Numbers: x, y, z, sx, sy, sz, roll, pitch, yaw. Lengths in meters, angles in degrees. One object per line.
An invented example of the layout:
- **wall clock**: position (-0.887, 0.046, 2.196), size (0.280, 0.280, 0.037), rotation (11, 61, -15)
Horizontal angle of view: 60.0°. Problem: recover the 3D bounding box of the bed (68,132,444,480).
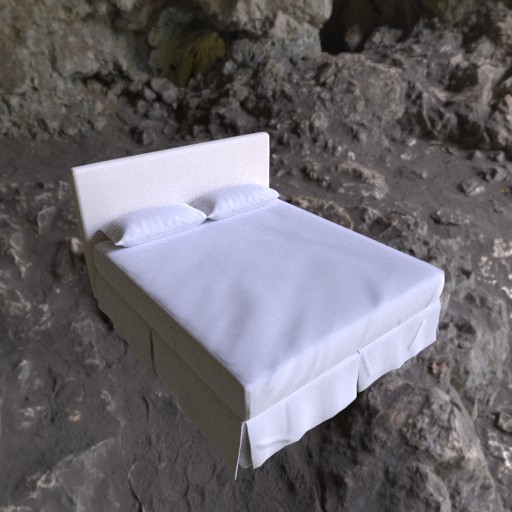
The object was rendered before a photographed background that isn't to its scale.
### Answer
- **bed**: position (0.000, 0.000, 3.593), size (2.119, 1.317, 2.341), rotation (-21, 35, -33)
